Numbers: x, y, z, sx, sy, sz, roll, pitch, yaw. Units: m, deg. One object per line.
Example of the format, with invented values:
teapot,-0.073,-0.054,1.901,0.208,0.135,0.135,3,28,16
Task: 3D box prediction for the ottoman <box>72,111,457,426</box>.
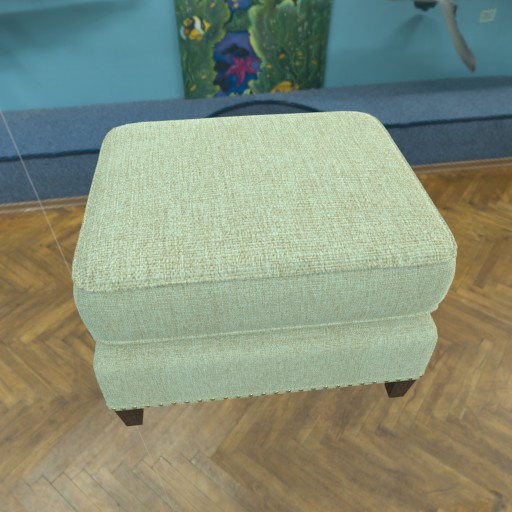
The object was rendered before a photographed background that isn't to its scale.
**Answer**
ottoman,0.000,0.000,1.101,0.738,0.537,0.589,-5,45,-5
